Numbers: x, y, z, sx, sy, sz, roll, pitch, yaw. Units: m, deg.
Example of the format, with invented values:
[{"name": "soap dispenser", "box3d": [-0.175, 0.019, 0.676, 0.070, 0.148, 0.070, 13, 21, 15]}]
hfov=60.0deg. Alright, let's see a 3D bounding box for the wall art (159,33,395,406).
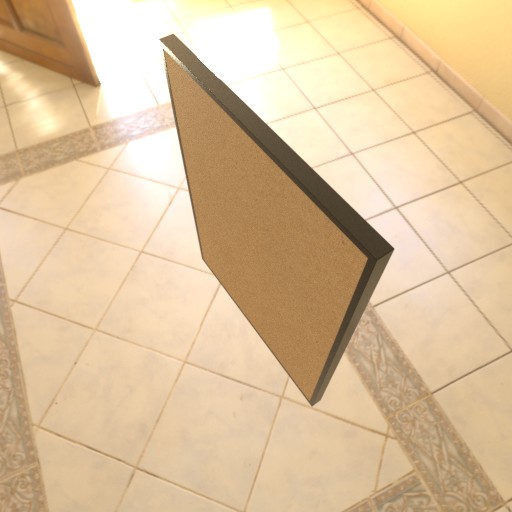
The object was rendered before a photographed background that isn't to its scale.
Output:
[{"name": "wall art", "box3d": [0.000, 0.000, 1.383, 0.043, 1.046, 0.788, -31, 63, -18]}]
